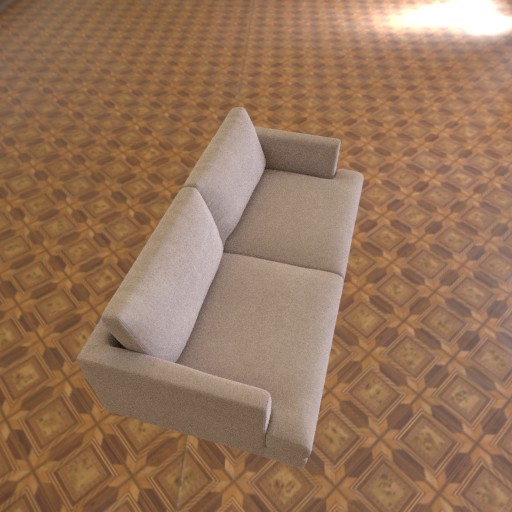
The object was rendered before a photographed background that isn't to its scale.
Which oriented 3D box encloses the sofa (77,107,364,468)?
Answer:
[{"bbox_3d":[0.000,0.000,2.524,1.020,0.868,1.948,12,48,11],"label":"sofa"}]
